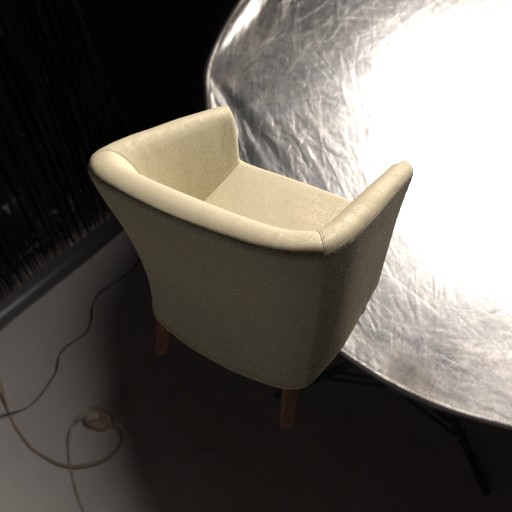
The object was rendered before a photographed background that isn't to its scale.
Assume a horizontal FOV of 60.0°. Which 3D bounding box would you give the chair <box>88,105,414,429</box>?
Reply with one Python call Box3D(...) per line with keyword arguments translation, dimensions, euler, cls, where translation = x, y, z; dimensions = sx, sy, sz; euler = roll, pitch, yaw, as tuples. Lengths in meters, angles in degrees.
Box3D(translation=(0.000, 0.000, 1.301), dimensions=(0.643, 0.822, 0.657), euler=(24, 51, 21), cls="chair")
